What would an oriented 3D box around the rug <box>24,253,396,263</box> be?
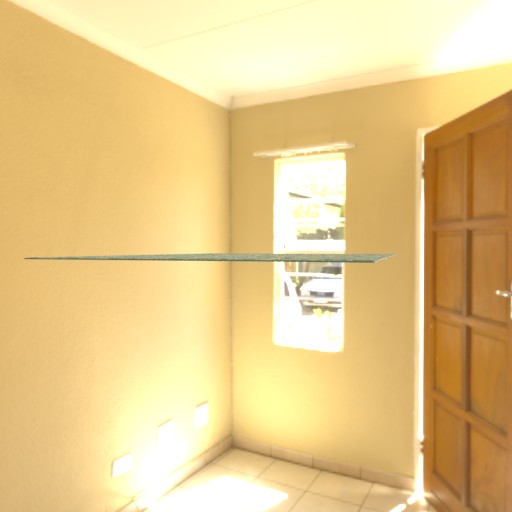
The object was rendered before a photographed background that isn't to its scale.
[{"bbox_3d":[0.000,0.000,4.084,2.363,0.012,2.980,0,1,20],"label":"rug"}]
